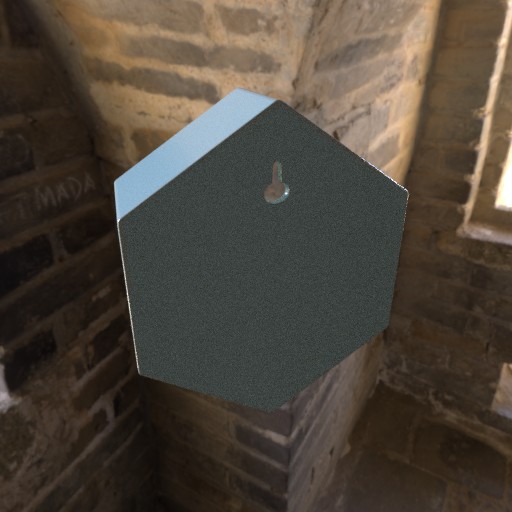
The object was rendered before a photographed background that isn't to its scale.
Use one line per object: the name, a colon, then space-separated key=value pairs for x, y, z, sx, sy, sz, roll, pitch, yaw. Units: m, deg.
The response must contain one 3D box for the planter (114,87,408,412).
planter: x=0.000 y=0.000 z=0.297 sx=0.169 sy=0.207 sz=0.078 roll=-8 pitch=26 yaw=-16
